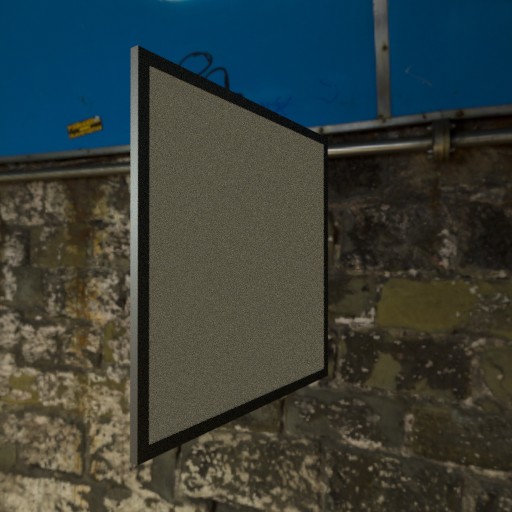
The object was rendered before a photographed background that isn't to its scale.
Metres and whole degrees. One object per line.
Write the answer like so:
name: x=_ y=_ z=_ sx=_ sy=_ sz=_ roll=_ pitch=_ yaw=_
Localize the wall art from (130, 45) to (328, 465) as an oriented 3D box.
wall art: x=0.000 y=0.000 z=1.184 sx=0.022 sy=0.807 sz=0.807 roll=0 pitch=0 yaw=36
